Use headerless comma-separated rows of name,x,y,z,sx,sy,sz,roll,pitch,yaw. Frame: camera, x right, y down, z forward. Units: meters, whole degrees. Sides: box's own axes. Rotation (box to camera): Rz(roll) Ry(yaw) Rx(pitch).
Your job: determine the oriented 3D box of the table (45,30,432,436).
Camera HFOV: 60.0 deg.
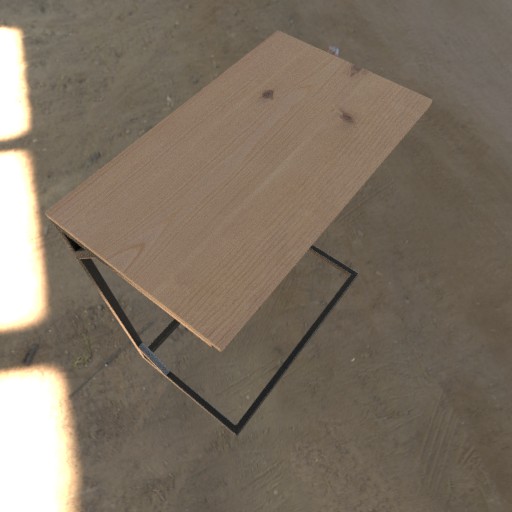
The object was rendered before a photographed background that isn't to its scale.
table,0.000,0.000,1.027,0.351,0.673,0.597,34,64,19
